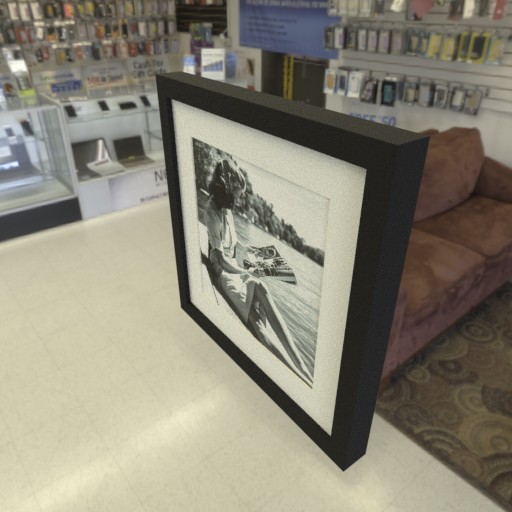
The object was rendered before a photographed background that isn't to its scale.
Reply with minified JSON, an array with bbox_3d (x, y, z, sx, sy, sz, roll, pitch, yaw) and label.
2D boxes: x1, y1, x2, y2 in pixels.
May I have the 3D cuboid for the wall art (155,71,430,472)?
[{"bbox_3d":[0.000,0.000,0.442,0.030,0.305,0.308,-21,37,-31],"label":"wall art"}]
